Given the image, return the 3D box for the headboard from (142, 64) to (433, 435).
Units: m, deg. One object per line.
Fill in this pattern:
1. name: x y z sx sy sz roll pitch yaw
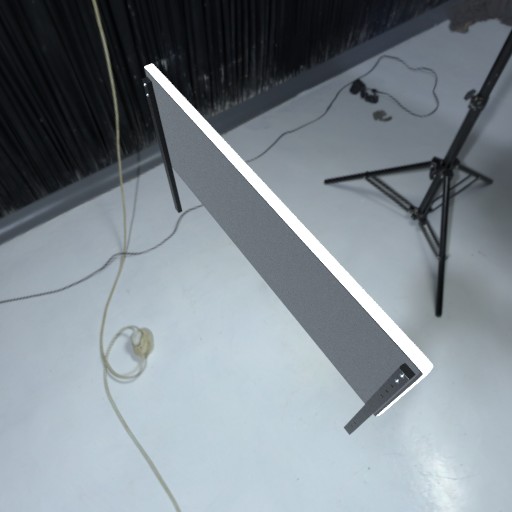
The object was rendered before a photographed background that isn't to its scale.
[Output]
1. headboard: 0.000 0.000 2.855 0.120 1.410 2.362 -31 64 -17
